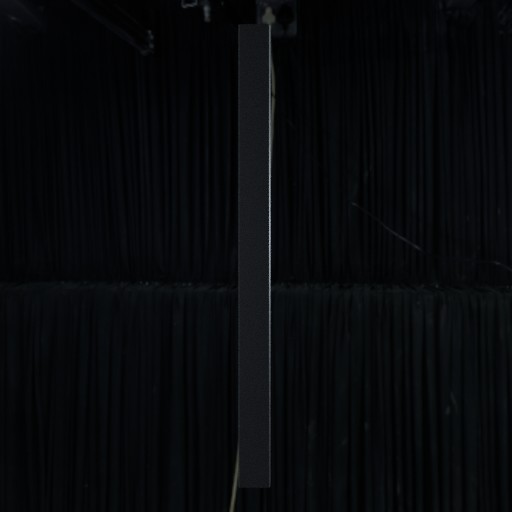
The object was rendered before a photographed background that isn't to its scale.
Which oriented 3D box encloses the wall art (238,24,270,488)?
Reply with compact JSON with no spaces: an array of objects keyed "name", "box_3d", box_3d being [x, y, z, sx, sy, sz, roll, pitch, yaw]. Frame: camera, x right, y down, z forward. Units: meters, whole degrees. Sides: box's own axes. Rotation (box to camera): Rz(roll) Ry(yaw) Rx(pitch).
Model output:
[{"name":"wall art","box_3d":[0.000,0.000,0.755,0.039,0.555,0.449,0,0,0]}]
